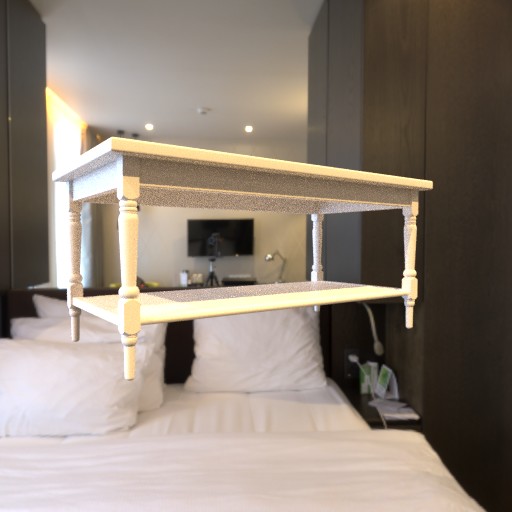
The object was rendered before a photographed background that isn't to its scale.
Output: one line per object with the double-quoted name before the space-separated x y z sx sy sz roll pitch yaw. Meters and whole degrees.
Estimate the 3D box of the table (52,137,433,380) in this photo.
"table" 0.000 0.000 1.435 1.107 0.510 0.550 -1 2 -36
